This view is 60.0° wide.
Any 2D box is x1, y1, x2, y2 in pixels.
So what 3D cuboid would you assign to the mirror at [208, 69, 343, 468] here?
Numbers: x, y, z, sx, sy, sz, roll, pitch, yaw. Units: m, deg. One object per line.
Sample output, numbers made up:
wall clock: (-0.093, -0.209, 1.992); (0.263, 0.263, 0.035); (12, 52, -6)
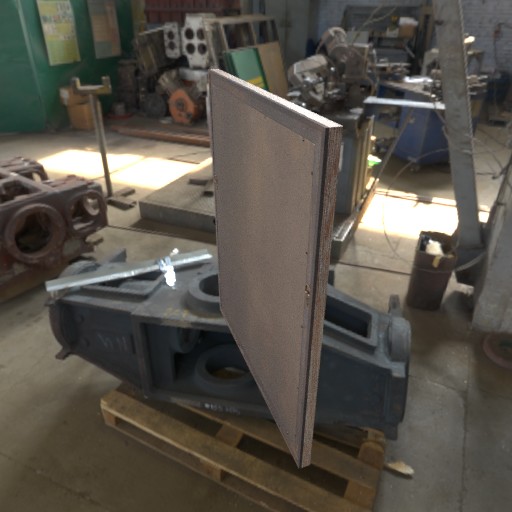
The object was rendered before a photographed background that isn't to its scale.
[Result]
mirror: (0.000, 0.000, 1.238); (0.032, 0.882, 0.730); (-11, 32, -18)
